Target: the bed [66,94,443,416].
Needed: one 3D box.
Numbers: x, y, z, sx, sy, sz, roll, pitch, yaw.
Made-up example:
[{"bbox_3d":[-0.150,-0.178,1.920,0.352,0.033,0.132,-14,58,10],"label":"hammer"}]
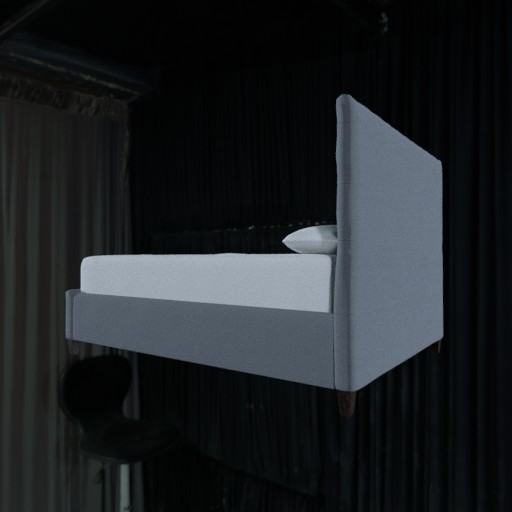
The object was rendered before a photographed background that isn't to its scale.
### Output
[{"bbox_3d":[0.000,0.000,3.254,2.231,1.427,1.698,0,0,36],"label":"bed"}]
